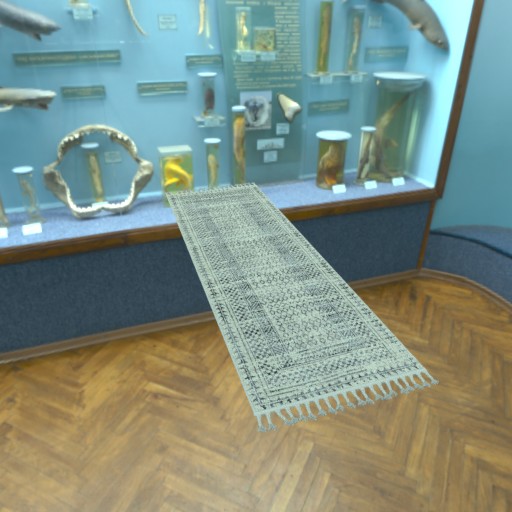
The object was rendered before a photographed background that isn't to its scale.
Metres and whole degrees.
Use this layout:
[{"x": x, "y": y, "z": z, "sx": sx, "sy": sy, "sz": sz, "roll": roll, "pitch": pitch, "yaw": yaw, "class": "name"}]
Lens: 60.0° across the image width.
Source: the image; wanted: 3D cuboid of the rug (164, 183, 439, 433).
[{"x": 0.000, "y": 0.000, "z": 2.714, "sx": 0.786, "sy": 0.013, "sz": 2.480, "roll": -9, "pitch": 31, "yaw": -16, "class": "rug"}]
